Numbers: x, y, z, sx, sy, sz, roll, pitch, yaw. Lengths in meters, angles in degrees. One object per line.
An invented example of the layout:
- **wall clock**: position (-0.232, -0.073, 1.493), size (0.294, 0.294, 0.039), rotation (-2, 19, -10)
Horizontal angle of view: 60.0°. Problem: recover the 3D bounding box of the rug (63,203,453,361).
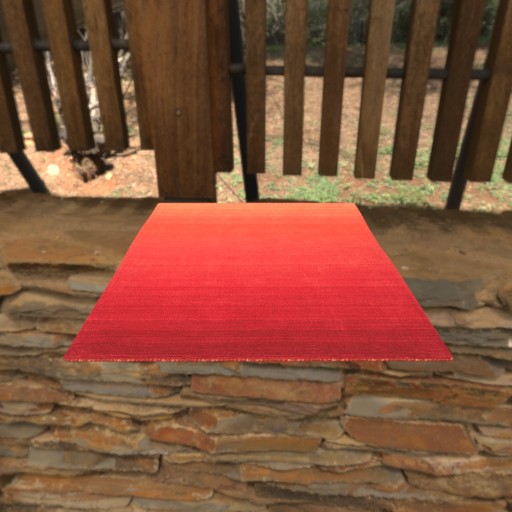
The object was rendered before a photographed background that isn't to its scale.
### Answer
- **rug**: position (0.000, 0.000, 3.932), size (2.340, 0.028, 2.905), rotation (0, 25, 0)
